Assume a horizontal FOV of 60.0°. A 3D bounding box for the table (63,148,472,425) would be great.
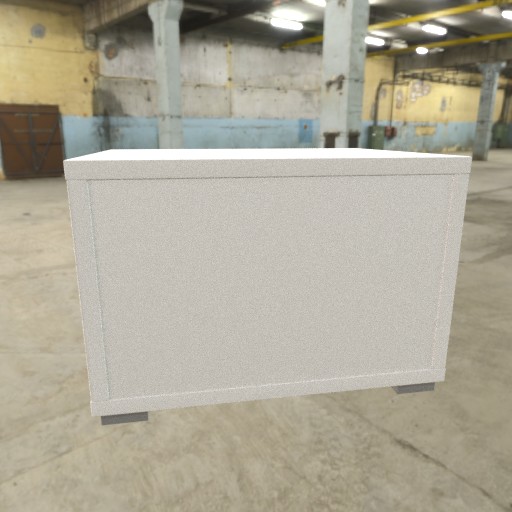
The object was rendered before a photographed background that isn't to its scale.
[{"bbox_3d":[0.000,0.000,0.785,0.517,0.357,0.399,-3,15,-10],"label":"table"}]
